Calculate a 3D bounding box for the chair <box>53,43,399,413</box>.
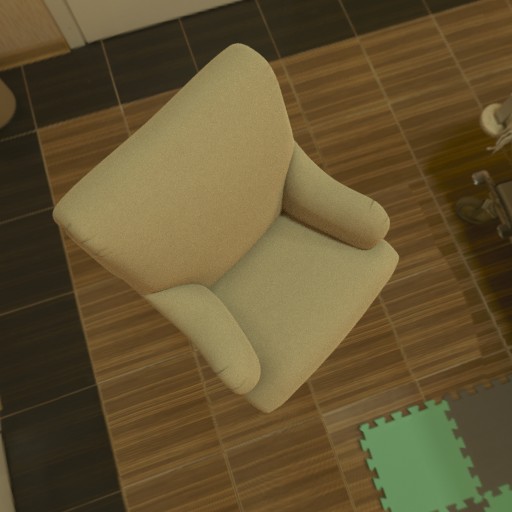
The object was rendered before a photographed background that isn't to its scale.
[{"bbox_3d":[0.000,0.000,1.555,0.842,0.942,0.766,41,79,10],"label":"chair"}]
